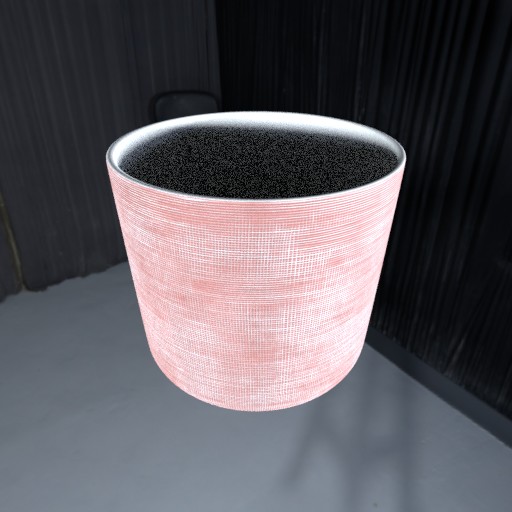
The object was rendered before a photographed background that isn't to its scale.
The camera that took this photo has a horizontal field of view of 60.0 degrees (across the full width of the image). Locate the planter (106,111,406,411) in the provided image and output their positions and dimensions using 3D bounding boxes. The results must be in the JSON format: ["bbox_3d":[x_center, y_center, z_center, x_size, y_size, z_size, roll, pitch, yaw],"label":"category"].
[{"bbox_3d":[0.000,0.000,0.777,0.440,0.398,0.440,0,30,0],"label":"planter"}]
